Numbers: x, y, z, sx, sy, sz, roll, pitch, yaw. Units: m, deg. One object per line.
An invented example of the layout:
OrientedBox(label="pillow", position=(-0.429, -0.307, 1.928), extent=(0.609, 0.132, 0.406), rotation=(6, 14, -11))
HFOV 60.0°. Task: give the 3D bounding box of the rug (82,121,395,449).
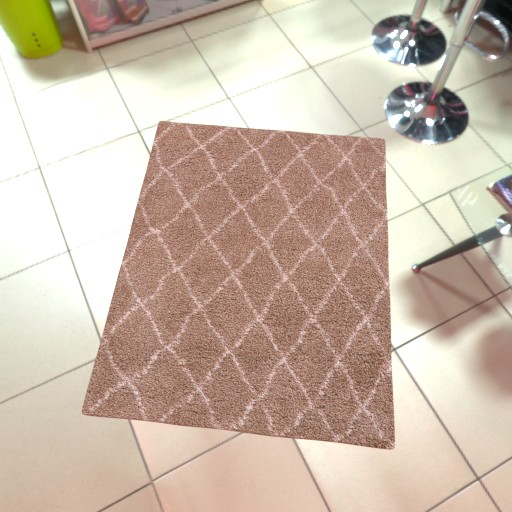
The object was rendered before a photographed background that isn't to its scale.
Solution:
OrientedBox(label="rug", position=(0.000, 0.000, 4.087), extent=(2.438, 0.029, 3.047), rotation=(5, 64, 3))
